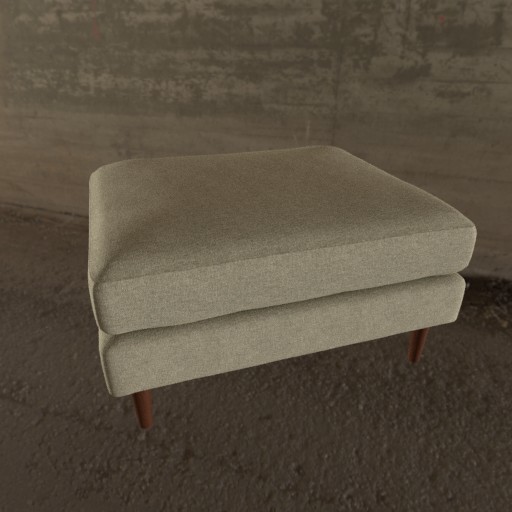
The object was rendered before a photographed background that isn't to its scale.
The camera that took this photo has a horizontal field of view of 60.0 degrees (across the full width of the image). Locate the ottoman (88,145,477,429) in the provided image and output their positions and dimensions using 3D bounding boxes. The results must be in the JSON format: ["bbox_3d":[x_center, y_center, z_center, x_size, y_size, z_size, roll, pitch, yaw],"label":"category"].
[{"bbox_3d":[0.000,0.000,1.216,0.821,0.474,0.693,-9,29,-16],"label":"ottoman"}]
